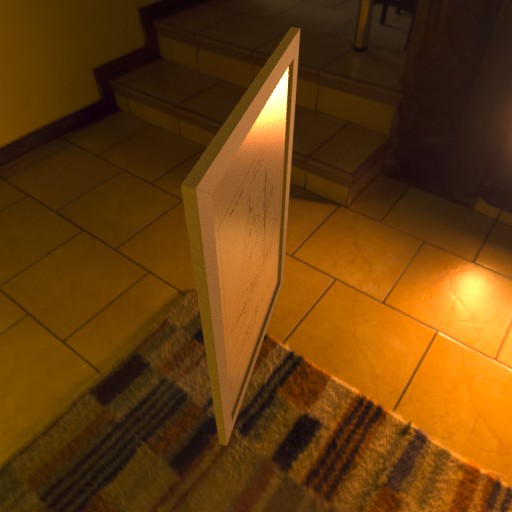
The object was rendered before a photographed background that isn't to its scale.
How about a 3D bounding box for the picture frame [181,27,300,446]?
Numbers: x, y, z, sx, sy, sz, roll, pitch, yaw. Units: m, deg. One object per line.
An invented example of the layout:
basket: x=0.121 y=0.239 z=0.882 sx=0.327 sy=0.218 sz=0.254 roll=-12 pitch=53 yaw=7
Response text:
picture frame: x=0.000 y=0.000 z=0.583 sx=0.011 sy=0.459 sz=0.326 roll=12 pitch=47 yaw=12
